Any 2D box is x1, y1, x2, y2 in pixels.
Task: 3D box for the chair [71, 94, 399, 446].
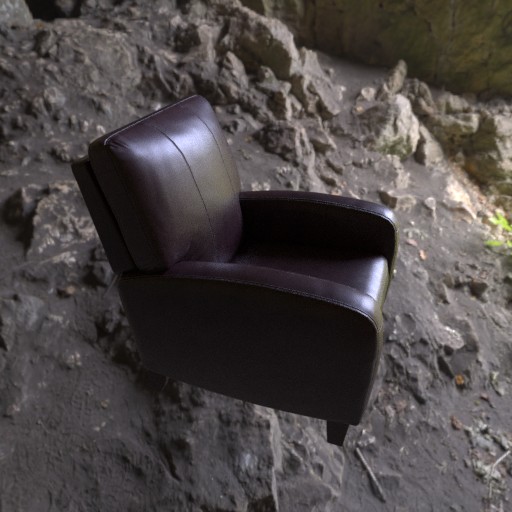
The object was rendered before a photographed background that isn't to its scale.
[{"bbox_3d":[0.000,0.000,1.646,0.990,0.990,0.762,11,34,16],"label":"chair"}]
